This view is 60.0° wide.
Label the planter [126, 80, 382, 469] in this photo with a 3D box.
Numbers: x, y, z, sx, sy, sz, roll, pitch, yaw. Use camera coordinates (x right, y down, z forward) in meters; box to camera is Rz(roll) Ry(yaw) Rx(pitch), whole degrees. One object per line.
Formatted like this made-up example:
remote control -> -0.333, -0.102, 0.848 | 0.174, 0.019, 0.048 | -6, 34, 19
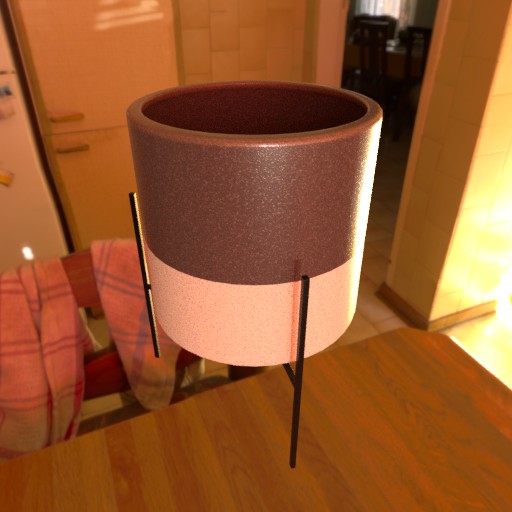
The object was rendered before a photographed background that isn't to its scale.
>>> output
planter -> 0.000, 0.000, 0.516 | 0.250, 0.353, 0.260 | 21, 37, 30
